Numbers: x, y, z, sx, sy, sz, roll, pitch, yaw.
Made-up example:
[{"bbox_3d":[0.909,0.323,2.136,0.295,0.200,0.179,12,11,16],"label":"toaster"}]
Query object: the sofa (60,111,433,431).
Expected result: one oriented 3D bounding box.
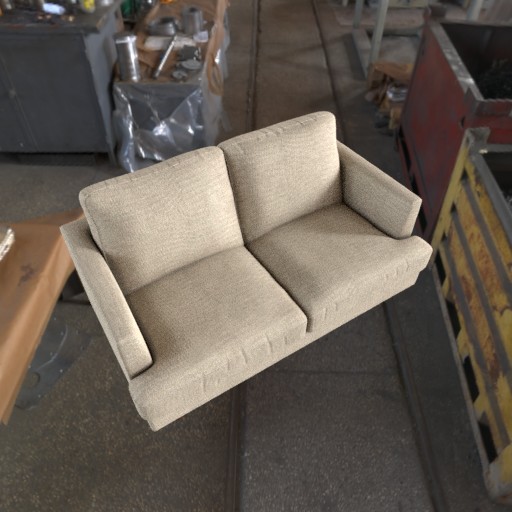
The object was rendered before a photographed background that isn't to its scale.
[{"bbox_3d":[0.000,0.000,2.184,1.582,0.944,0.903,-24,50,-22],"label":"sofa"}]
